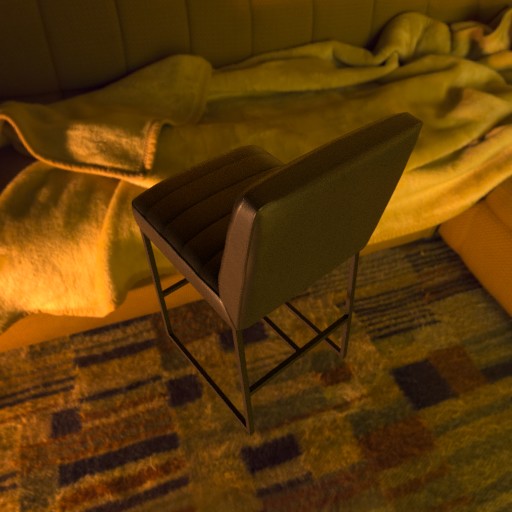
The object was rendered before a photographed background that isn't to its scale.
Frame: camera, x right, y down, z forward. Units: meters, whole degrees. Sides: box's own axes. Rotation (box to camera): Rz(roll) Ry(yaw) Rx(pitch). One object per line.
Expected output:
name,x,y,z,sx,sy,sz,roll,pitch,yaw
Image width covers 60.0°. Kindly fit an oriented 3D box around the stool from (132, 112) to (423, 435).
stool,0.000,0.000,1.262,0.457,0.938,0.552,-31,53,-27
